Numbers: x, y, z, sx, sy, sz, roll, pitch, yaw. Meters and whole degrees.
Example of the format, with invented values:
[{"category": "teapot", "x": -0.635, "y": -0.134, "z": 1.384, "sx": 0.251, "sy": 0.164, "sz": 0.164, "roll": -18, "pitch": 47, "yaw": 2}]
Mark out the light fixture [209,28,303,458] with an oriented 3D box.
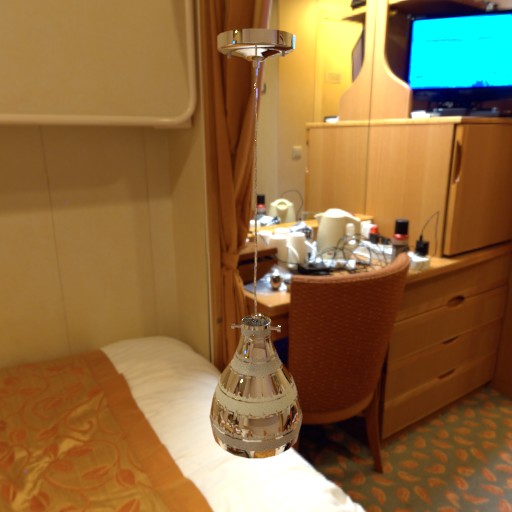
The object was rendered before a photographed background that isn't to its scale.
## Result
[{"category": "light fixture", "x": 0.000, "y": 0.000, "z": 1.618, "sx": 0.374, "sy": 1.457, "sz": 0.374, "roll": 2, "pitch": 15, "yaw": 9}]
